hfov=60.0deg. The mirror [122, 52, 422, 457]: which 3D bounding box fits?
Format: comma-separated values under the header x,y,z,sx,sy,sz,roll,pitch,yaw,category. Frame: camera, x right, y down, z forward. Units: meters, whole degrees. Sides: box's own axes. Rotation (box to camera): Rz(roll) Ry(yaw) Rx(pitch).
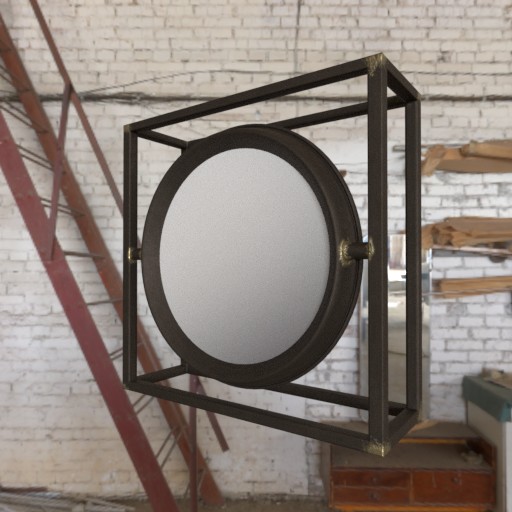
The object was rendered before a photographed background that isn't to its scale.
x,y,z,sx,sy,sz,roll,pitch,yaw,category
0.000,0.000,0.461,0.306,0.303,0.107,-1,-1,36,mirror
